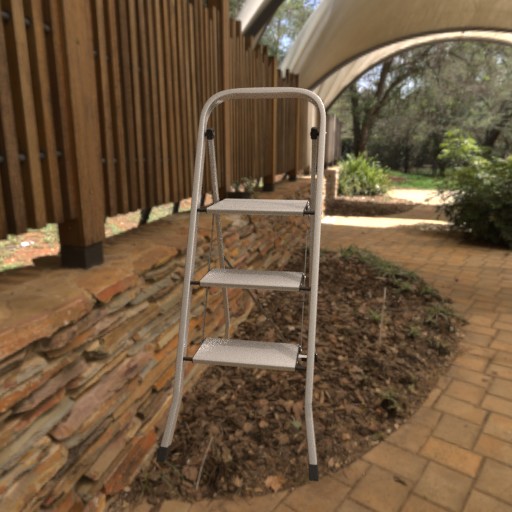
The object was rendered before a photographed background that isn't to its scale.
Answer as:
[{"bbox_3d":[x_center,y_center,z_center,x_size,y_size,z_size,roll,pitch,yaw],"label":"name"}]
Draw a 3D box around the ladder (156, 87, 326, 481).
[{"bbox_3d":[0.000,0.000,1.447,0.465,1.070,0.704,2,14,9],"label":"ladder"}]
